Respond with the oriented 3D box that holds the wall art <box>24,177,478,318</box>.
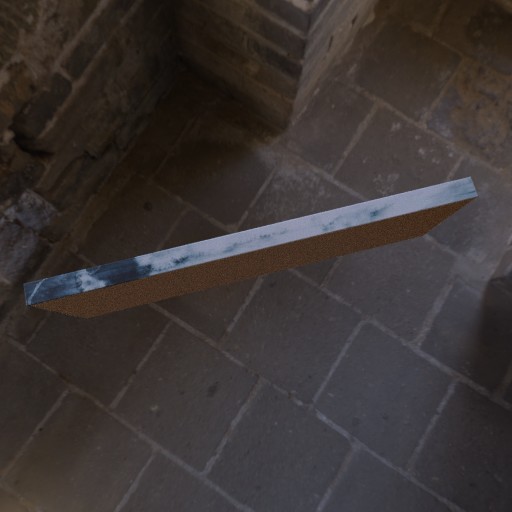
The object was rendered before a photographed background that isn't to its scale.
[{"bbox_3d":[0.000,0.000,0.849,0.759,0.251,0.037,-14,78,-3],"label":"wall art"}]
